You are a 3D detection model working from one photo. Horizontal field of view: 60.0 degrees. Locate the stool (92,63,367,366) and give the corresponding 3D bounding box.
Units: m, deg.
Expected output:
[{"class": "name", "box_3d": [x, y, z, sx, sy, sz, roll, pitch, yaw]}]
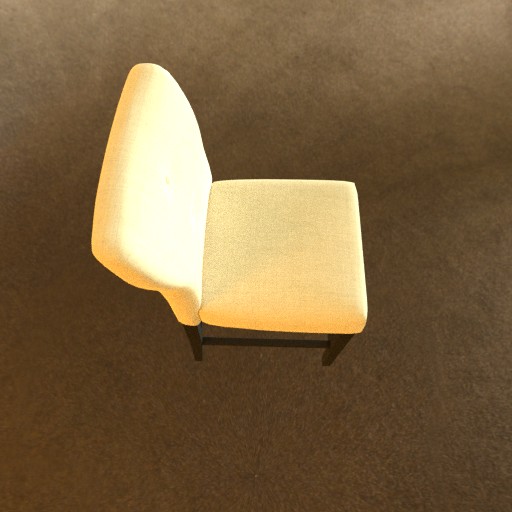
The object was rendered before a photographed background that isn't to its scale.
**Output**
[{"class": "stool", "box_3d": [0.000, 0.000, 1.311, 0.603, 0.972, 0.514, 1, 64, 1]}]
